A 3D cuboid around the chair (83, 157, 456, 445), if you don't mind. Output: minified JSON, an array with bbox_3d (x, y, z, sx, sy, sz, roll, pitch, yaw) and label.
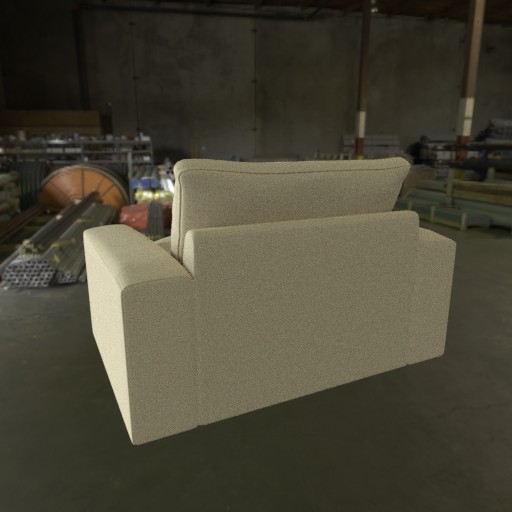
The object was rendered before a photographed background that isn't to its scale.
[{"bbox_3d":[0.000,0.000,2.049,1.398,0.915,1.039,-7,16,-26],"label":"chair"}]
